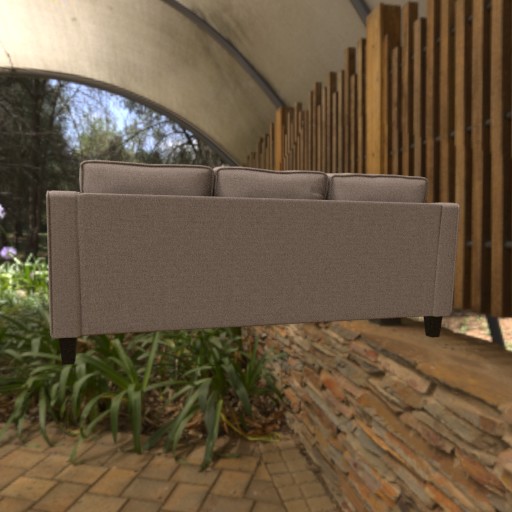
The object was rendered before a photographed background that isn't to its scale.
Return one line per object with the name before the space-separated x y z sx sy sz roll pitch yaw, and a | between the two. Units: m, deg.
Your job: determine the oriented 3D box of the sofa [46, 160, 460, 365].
sofa | 0.000 0.000 2.616 2.129 0.950 0.899 -1 2 -17
